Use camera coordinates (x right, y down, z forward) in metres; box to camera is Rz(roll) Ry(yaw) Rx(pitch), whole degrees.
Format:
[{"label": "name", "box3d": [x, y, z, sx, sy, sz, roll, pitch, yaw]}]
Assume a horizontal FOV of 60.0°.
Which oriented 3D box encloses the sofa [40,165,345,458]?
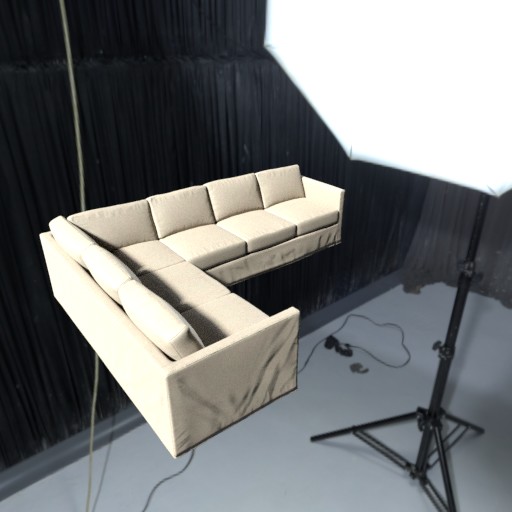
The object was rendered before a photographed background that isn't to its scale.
[{"label": "sofa", "box3d": [0.000, 0.000, 4.215, 3.182, 0.871, 2.432, -20, 33, -34]}]
